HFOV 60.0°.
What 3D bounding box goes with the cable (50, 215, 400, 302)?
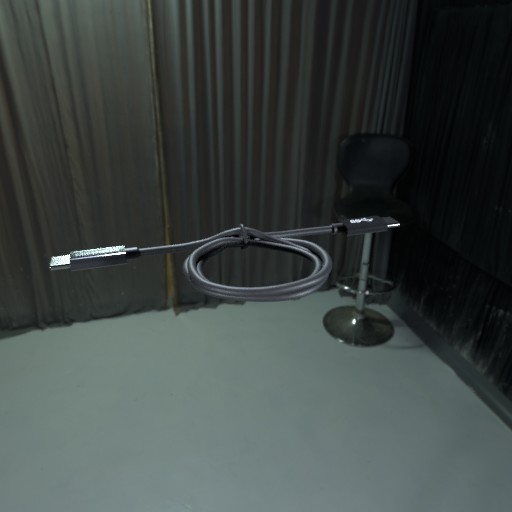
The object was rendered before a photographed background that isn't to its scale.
[{"bbox_3d":[0.000,0.000,0.210,0.186,0.014,0.070,-8,27,-16],"label":"cable"}]
